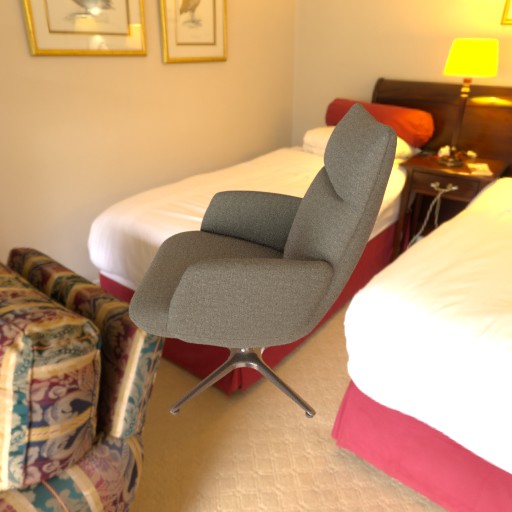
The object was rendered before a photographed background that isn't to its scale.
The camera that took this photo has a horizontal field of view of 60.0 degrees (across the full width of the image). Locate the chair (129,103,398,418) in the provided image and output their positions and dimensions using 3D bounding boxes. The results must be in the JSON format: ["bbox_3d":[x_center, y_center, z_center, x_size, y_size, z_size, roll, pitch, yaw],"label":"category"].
[{"bbox_3d":[0.000,0.000,1.581,0.831,0.984,0.702,1,26,2],"label":"chair"}]
